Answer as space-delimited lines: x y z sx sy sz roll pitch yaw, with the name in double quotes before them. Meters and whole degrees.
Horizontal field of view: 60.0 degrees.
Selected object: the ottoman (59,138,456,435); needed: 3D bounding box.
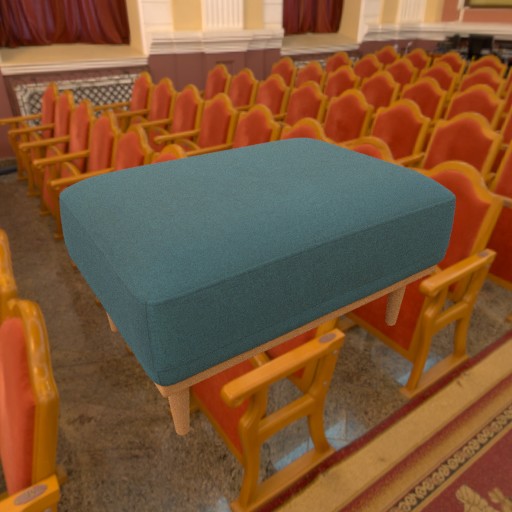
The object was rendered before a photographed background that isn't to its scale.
"ottoman" 0.000 0.000 1.058 0.749 0.428 0.549 -19 34 -30
